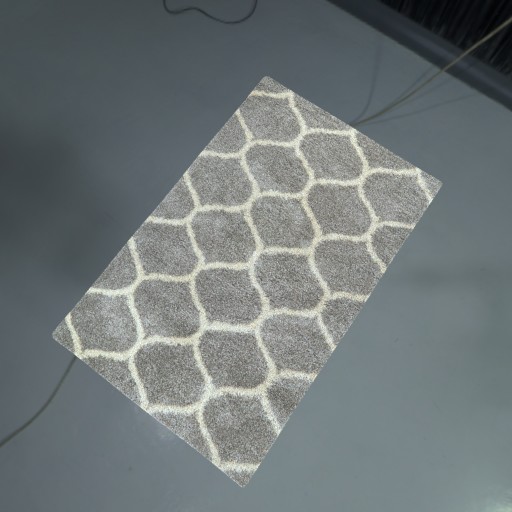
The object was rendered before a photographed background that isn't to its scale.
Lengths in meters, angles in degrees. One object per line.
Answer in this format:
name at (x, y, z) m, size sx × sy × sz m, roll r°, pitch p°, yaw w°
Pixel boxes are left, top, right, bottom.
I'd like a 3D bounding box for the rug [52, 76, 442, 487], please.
rug at (0.000, 0.000, 2.924) m, size 1.501 × 0.025 × 2.348 m, roll 35°, pitch 77°, yaw 9°
